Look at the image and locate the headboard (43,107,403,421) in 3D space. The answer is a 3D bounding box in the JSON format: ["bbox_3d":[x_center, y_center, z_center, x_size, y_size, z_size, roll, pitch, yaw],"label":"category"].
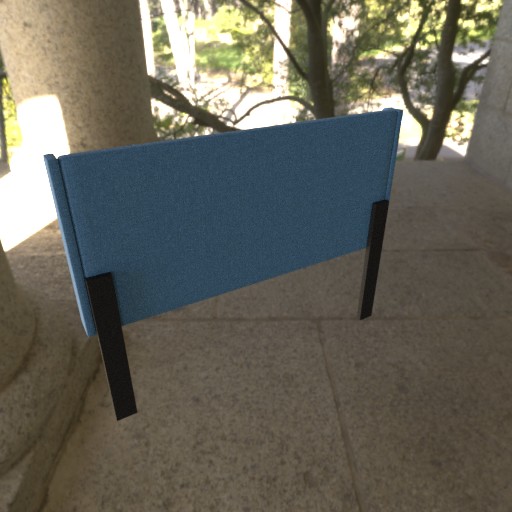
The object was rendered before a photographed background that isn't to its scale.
[{"bbox_3d":[0.000,0.000,2.676,2.051,1.524,0.184,-16,33,-26],"label":"headboard"}]
